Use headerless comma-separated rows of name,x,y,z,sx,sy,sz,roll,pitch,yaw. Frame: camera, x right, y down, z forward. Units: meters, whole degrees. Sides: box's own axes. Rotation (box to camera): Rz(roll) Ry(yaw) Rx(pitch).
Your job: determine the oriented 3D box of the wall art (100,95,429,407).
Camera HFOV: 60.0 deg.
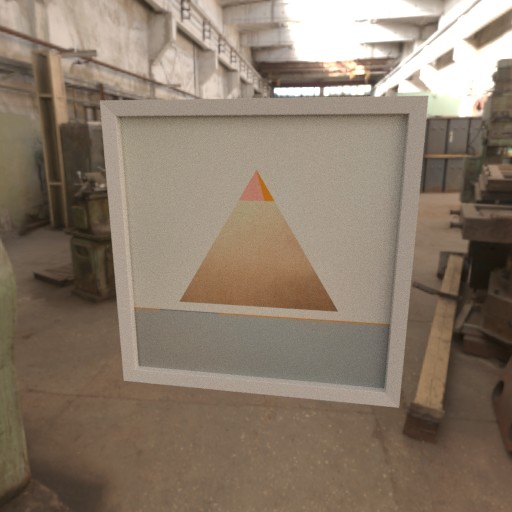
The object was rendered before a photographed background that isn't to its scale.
wall art,0.000,0.000,1.930,1.289,1.291,0.098,3,15,10
